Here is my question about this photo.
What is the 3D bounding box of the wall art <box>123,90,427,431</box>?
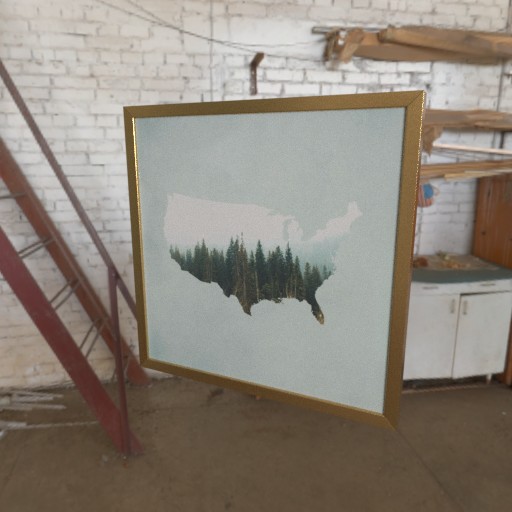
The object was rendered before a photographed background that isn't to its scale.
[{"bbox_3d":[0.000,0.000,0.765,0.509,0.509,0.040,6,15,25],"label":"wall art"}]
